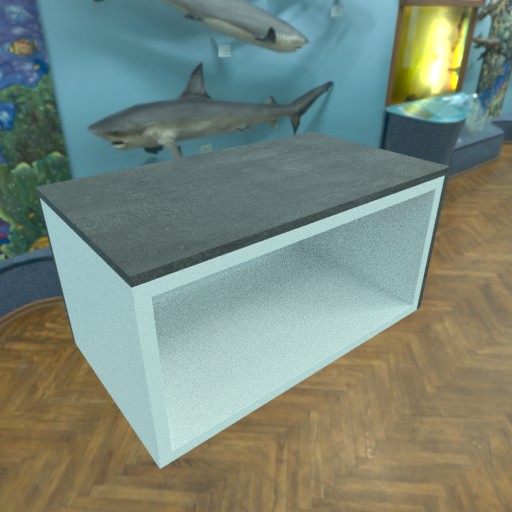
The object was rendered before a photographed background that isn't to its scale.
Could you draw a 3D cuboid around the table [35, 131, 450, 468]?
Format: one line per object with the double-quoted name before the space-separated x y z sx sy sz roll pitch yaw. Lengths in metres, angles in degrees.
"table" 0.000 0.000 0.936 0.700 0.350 0.400 -21 35 -33
